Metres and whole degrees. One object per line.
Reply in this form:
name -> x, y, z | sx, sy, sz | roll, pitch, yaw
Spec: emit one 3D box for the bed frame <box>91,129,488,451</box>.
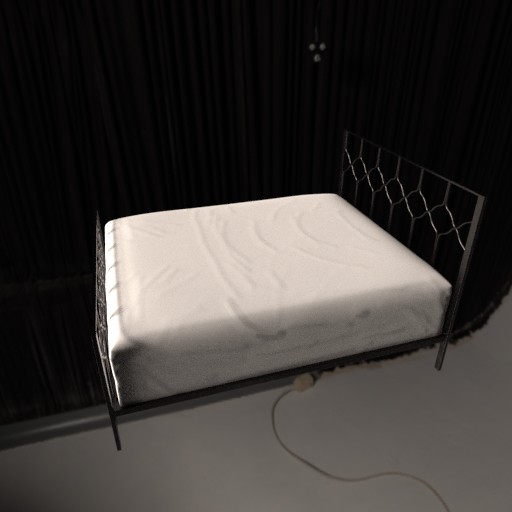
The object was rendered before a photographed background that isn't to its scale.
bed frame -> 0.000, 0.000, 3.030 | 2.063, 1.222, 1.597 | -9, 30, -15
